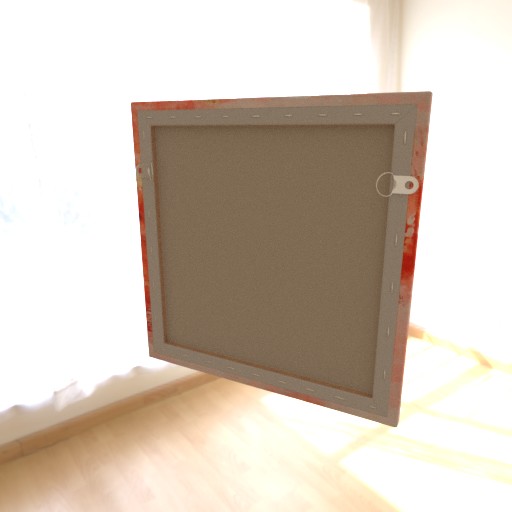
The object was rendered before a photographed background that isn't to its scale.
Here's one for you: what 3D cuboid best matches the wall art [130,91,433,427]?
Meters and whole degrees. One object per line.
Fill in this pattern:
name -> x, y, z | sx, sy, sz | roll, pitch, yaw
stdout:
wall art -> 0.000, 0.000, 1.299 | 0.878, 0.878, 0.066 | 8, 18, 26
